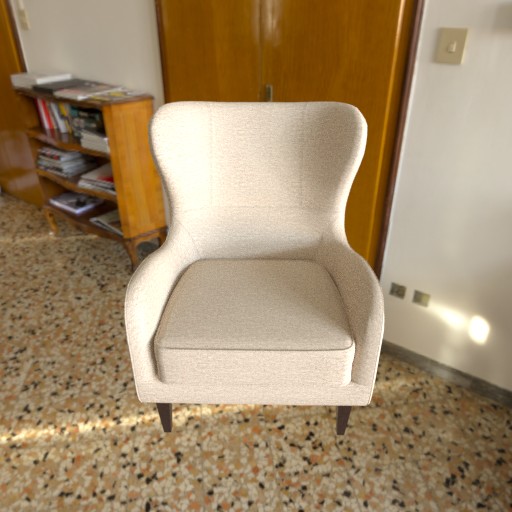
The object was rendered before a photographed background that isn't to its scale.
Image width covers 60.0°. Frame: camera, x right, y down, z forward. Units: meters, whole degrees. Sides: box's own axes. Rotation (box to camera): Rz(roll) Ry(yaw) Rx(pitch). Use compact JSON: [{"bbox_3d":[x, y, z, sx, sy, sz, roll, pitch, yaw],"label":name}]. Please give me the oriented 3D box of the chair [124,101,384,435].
[{"bbox_3d":[0.000,0.000,1.792,0.861,1.064,0.984,1,30,1],"label":"chair"}]
